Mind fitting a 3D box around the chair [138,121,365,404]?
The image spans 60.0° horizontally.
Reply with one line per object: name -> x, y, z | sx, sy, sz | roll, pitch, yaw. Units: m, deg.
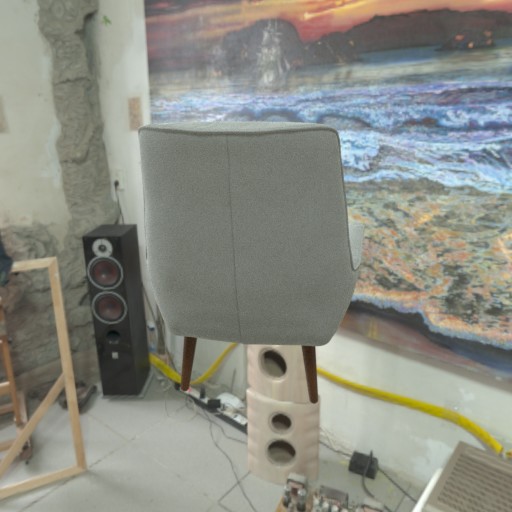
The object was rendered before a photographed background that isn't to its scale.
chair -> 0.000, 0.000, 1.537 | 0.787, 0.888, 0.822 | 3, 17, 9
